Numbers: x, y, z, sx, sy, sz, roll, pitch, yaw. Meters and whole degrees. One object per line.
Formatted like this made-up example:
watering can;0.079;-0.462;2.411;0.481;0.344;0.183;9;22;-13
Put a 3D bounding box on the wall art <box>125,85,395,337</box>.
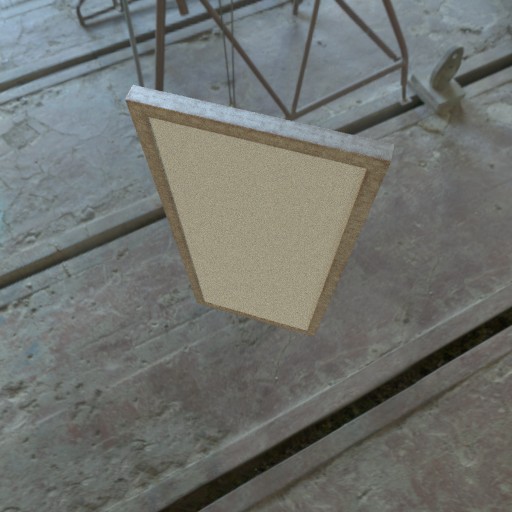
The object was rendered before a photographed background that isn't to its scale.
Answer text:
wall art;0.000;0.000;1.700;0.648;1.461;0.051;15;65;7
